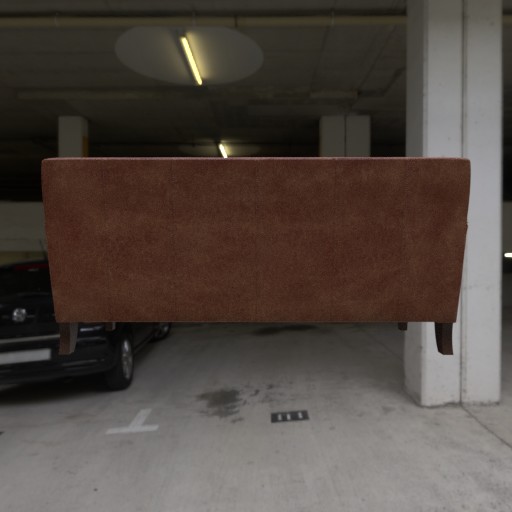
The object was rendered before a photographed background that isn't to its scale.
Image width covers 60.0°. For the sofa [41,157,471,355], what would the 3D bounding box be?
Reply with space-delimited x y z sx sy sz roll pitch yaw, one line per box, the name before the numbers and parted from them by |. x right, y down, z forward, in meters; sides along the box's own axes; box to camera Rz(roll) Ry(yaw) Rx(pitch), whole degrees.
sofa | 0.000 0.000 2.497 2.053 0.947 0.805 0 1 0
